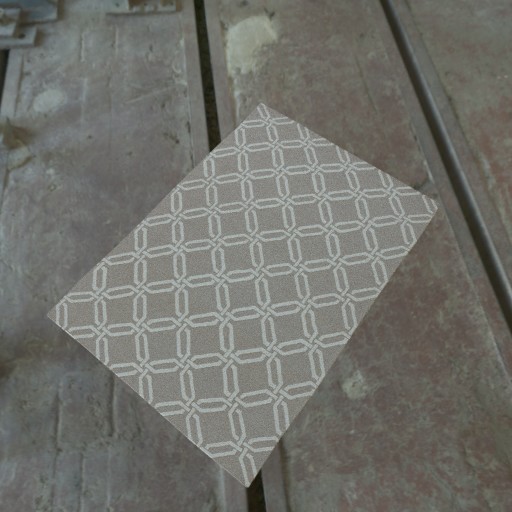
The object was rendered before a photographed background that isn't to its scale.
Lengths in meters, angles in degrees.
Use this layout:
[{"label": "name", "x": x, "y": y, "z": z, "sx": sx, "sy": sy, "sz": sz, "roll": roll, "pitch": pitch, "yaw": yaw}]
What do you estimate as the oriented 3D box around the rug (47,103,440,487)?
[{"label": "rug", "x": 0.000, "y": 0.000, "z": 2.801, "sx": 1.524, "sy": 0.013, "sz": 2.135, "roll": 34, "pitch": 69, "yaw": 16}]
